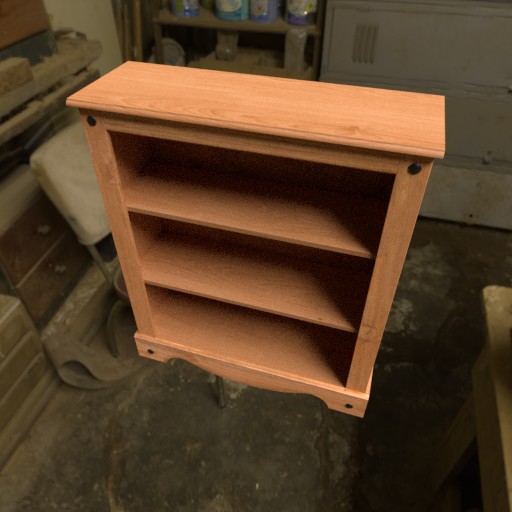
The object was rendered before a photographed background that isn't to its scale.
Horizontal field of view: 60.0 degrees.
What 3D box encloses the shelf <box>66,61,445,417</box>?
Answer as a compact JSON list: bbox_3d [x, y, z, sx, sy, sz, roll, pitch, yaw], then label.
[{"bbox_3d":[0.000,0.000,1.358,0.840,0.980,0.291,12,42,13],"label":"shelf"}]
